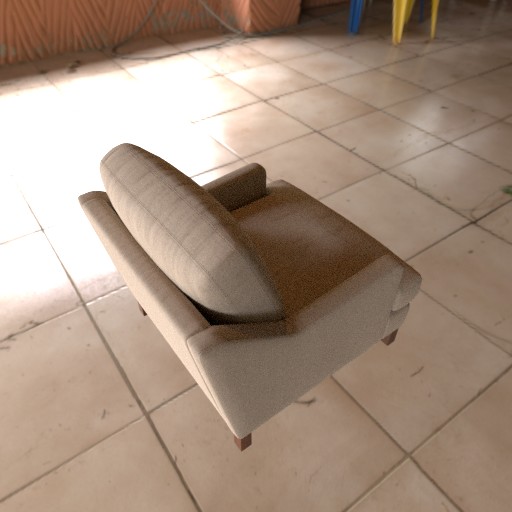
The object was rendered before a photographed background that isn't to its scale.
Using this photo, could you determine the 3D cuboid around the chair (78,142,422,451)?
[{"bbox_3d":[0.000,0.000,1.746,1.001,0.916,0.912,-26,48,-26],"label":"chair"}]
